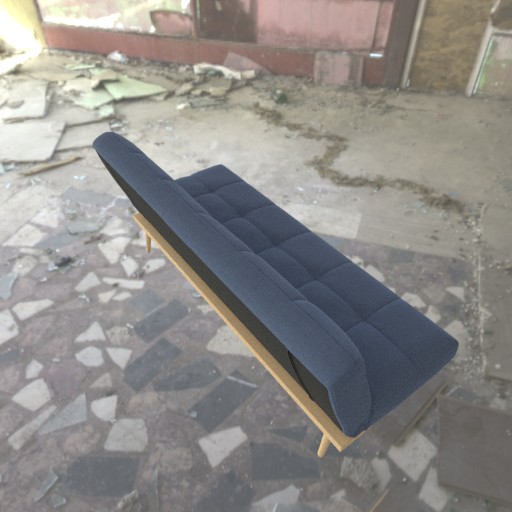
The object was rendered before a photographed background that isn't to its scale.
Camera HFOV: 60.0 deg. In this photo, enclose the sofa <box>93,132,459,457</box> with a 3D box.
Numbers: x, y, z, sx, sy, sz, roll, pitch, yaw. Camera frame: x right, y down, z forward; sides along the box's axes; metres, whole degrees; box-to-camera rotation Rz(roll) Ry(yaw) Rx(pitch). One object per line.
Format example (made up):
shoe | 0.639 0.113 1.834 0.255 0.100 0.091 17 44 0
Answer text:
sofa | 0.000 0.000 2.152 0.796 0.800 1.800 -26 48 -26
